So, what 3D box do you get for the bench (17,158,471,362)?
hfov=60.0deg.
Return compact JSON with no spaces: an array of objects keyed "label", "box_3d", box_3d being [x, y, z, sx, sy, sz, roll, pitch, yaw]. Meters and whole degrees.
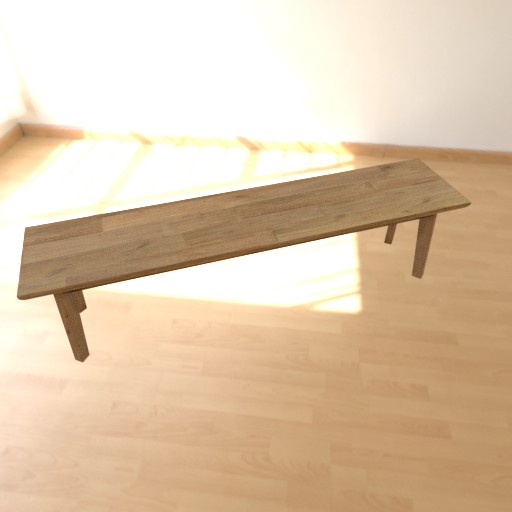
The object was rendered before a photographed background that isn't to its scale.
[{"label":"bench","box_3d":[0.000,0.000,1.861,1.698,0.431,0.378,-12,43,-13]}]
